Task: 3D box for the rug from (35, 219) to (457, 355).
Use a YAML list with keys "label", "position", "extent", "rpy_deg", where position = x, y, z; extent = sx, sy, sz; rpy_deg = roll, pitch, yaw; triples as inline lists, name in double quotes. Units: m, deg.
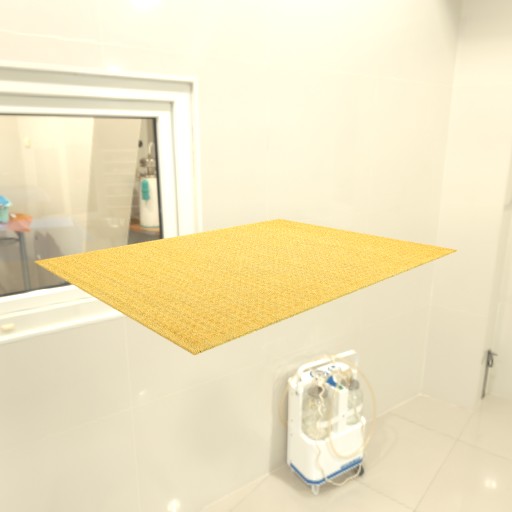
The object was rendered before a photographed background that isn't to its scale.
- label: "rug"
  position: [0.000, 0.000, 4.274]
  extent: [3.242, 0.015, 2.486]
  rpy_deg: [-14, 20, -42]
